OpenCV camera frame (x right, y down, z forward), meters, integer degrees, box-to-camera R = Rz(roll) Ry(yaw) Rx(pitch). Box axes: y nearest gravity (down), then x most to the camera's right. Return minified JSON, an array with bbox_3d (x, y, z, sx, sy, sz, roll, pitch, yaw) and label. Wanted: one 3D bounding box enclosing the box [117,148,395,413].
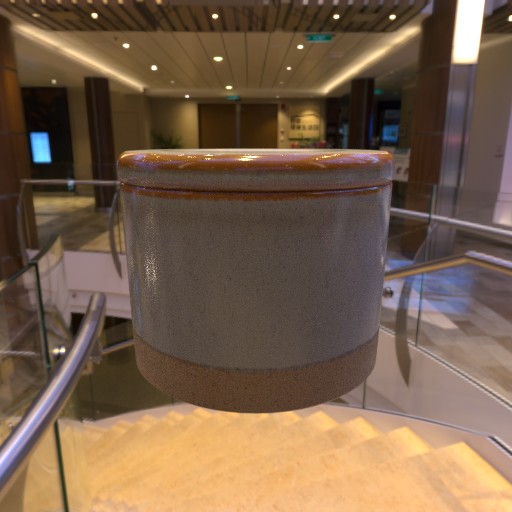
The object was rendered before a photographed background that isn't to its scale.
[{"bbox_3d":[0.000,0.000,0.215,0.123,0.100,0.123,0,14,0],"label":"box"}]
